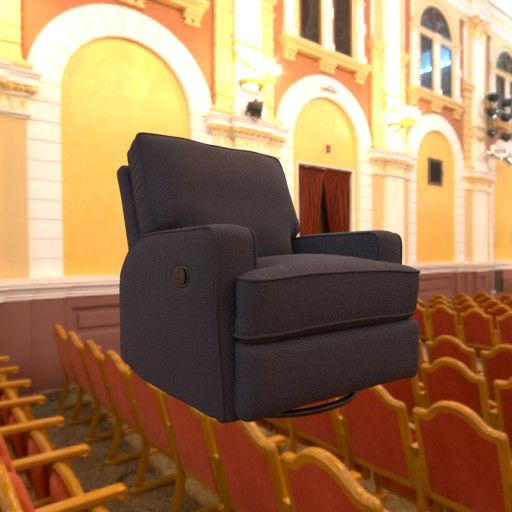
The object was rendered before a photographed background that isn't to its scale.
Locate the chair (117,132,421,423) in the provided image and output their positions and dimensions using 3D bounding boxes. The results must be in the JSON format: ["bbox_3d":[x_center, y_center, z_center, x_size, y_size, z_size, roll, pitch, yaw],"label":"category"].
[{"bbox_3d":[0.000,0.000,1.698,0.861,0.962,0.964,-1,1,-37],"label":"chair"}]
